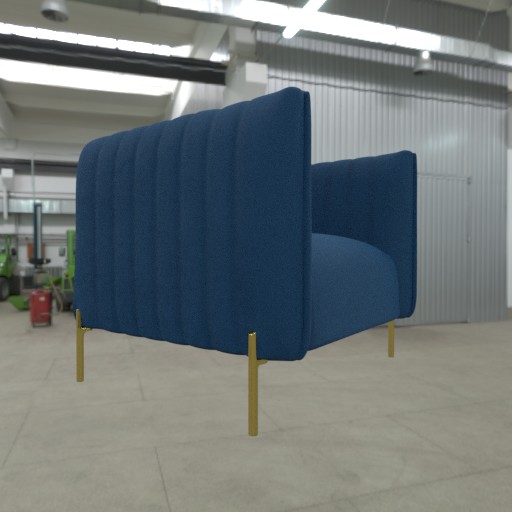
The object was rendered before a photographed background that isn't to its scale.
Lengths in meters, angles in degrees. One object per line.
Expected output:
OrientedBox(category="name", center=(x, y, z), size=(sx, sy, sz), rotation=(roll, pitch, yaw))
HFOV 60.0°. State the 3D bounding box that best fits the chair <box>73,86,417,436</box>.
OrientedBox(category="chair", center=(0.000, 0.000, 1.553), size=(0.877, 0.793, 0.947), rotation=(1, 1, 36))
